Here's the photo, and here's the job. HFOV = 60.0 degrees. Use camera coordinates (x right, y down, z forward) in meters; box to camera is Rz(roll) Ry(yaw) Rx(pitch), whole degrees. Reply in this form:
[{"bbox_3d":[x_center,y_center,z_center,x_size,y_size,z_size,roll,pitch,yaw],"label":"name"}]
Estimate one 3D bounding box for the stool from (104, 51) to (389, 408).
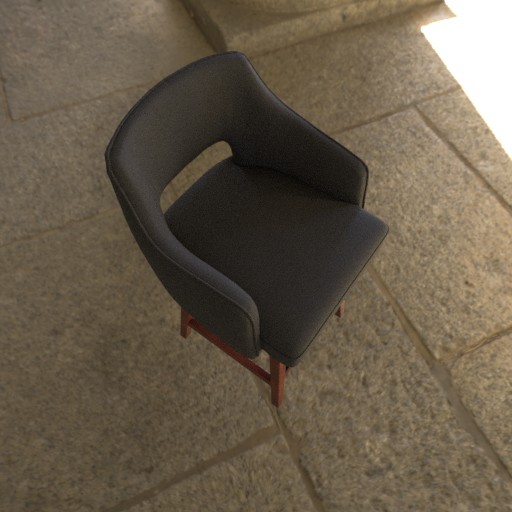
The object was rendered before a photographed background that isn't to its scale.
[{"bbox_3d":[0.000,0.000,1.256,0.558,0.912,0.548,32,64,18],"label":"stool"}]
